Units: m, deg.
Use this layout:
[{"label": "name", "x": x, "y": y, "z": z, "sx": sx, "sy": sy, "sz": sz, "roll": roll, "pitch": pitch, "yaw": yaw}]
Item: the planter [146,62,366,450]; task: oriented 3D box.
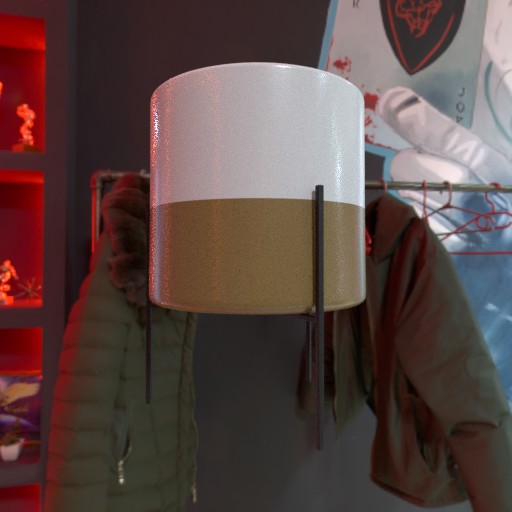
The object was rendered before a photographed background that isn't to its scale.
[{"label": "planter", "x": 0.000, "y": 0.000, "z": 0.643, "sx": 0.310, "sy": 0.432, "sz": 0.310, "roll": 0, "pitch": 0, "yaw": 19}]
